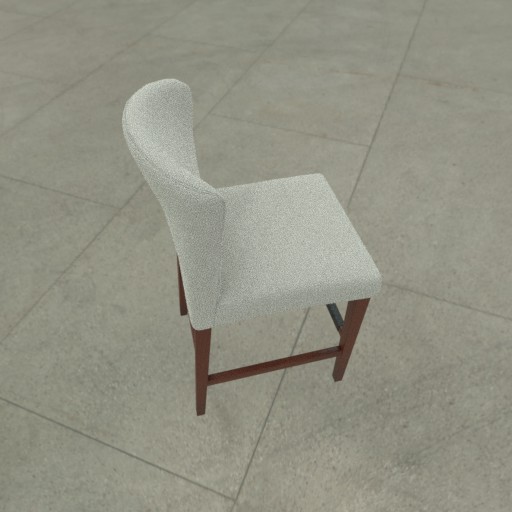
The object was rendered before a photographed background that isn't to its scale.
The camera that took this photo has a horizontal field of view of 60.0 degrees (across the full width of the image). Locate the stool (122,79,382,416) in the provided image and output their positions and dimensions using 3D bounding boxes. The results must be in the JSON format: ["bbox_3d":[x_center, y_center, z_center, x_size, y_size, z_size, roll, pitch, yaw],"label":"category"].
[{"bbox_3d":[0.000,0.000,1.301,0.568,0.969,0.481,-10,48,-10],"label":"stool"}]
